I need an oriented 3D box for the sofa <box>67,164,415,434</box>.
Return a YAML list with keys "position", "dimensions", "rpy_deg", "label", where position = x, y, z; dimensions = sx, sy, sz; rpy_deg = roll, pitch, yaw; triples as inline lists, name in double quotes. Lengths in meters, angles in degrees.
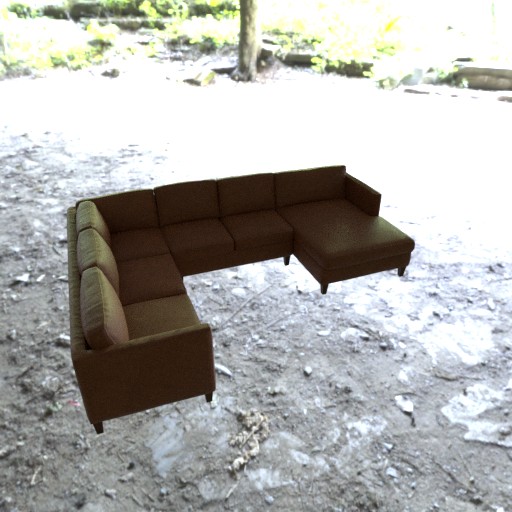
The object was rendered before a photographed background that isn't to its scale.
- position: [0.000, 0.000, 4.453]
  dimensions: [3.460, 0.923, 2.593]
  rpy_deg: [-11, 32, -18]
  label: "sofa"
